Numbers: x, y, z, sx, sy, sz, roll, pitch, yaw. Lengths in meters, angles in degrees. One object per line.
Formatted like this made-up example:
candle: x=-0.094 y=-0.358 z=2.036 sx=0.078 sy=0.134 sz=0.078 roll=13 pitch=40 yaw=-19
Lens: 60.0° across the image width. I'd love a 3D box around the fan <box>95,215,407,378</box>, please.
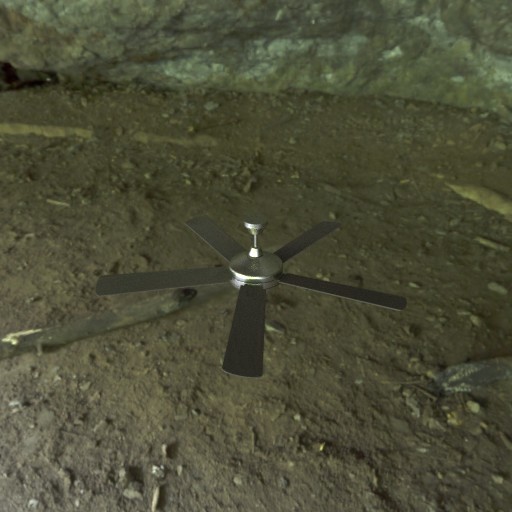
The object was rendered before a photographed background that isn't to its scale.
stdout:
fan: x=0.000 y=0.000 z=1.992 sx=1.321 sy=0.356 sz=1.321 roll=7 pitch=29 yaw=12
